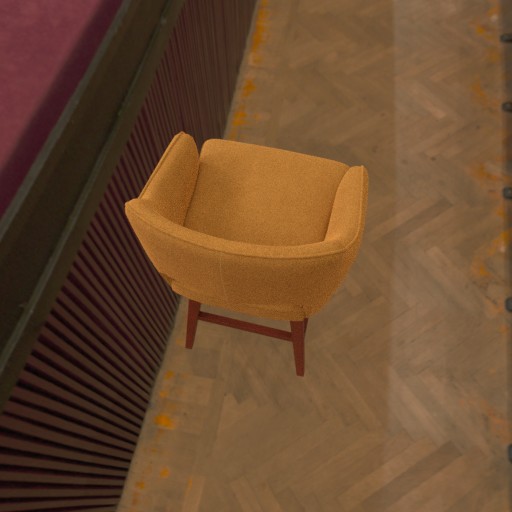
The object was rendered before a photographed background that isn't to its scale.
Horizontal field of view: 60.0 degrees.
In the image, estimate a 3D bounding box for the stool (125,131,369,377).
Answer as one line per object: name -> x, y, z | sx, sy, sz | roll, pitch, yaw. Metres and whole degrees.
stool -> 0.000, 0.000, 1.364 | 0.548, 1.012, 0.558 | 12, 63, 6
